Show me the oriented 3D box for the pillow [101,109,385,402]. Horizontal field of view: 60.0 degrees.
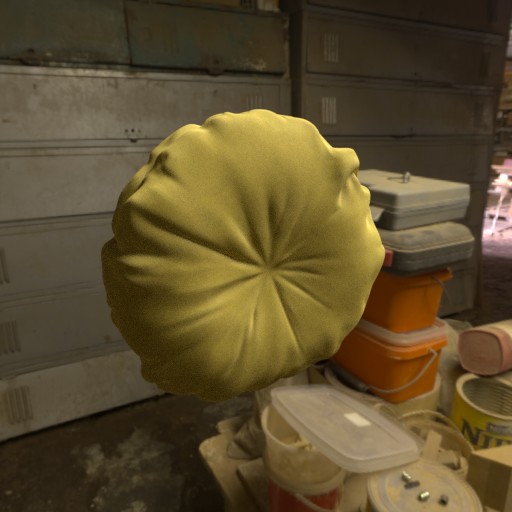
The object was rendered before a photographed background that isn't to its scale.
[{"bbox_3d":[0.000,0.000,0.649,0.428,0.407,0.148,-8,18,-26],"label":"pillow"}]
